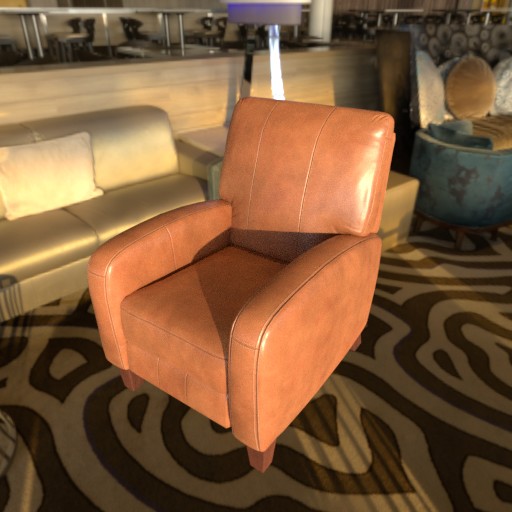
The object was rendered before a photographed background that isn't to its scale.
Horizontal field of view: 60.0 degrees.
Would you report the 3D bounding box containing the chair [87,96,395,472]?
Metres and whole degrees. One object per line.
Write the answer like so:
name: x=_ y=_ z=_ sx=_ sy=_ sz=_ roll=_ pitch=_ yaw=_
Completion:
chair: x=0.000 y=0.000 z=1.647 sx=0.762 sy=0.990 sz=0.990 roll=19 pitch=34 yaw=30
